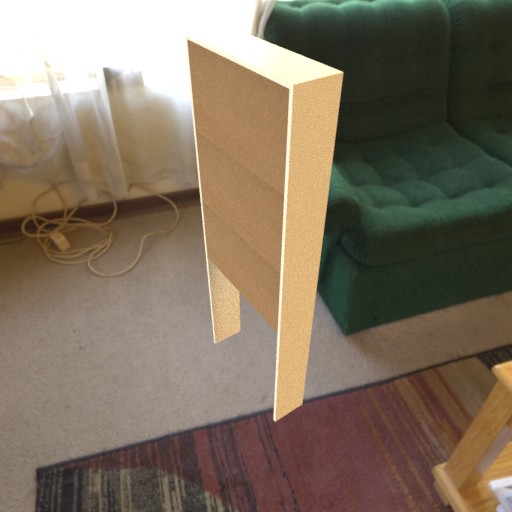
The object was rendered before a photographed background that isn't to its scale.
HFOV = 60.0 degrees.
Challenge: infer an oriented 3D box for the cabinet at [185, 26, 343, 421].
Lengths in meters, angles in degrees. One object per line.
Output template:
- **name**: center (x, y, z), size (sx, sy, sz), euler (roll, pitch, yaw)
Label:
- **cabinet**: center (0.000, 0.000, 2.027), size (0.192, 1.770, 0.643), euler (-24, 46, -25)
